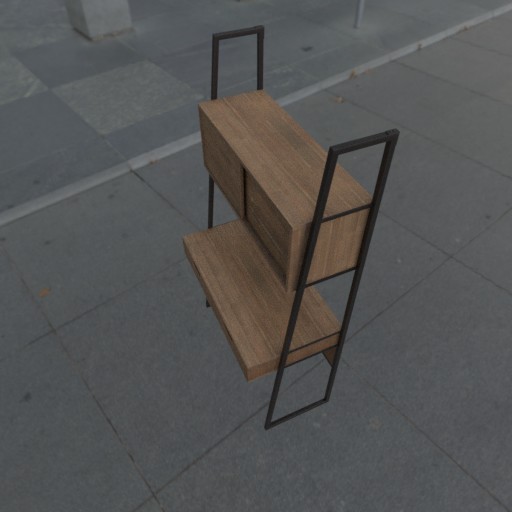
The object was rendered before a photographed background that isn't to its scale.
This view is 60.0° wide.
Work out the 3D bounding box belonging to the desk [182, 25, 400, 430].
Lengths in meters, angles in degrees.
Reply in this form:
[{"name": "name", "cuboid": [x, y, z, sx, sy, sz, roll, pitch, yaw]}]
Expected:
[{"name": "desk", "cuboid": [0.000, 0.000, 2.230, 0.515, 1.809, 0.982, -18, 49, -17]}]
